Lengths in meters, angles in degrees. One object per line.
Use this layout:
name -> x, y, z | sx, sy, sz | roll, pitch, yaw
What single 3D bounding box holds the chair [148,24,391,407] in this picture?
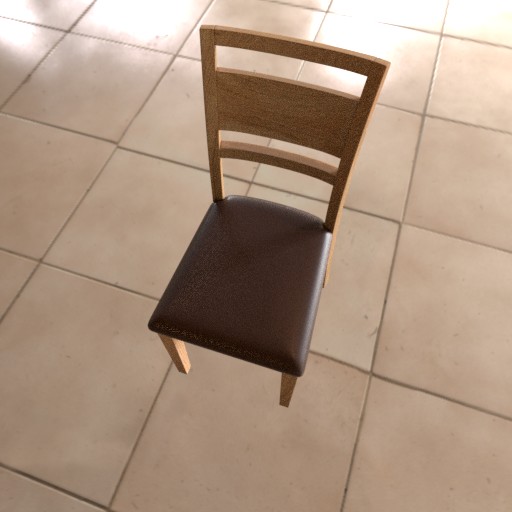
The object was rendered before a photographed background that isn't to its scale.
chair -> 0.000, 0.000, 1.187 | 0.420, 0.940, 0.545 | 16, 61, 9
